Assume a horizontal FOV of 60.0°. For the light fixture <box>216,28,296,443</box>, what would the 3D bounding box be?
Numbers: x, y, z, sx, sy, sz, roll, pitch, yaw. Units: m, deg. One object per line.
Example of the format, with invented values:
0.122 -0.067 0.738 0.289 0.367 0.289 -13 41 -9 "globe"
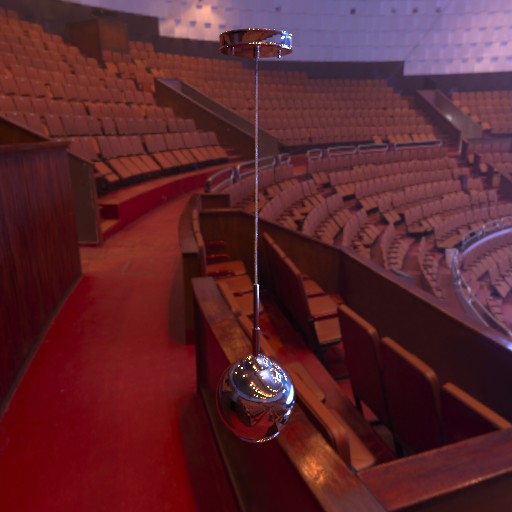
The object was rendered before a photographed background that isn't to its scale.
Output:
0.000 0.000 1.704 0.336 1.538 0.336 -8 18 -26 "light fixture"
